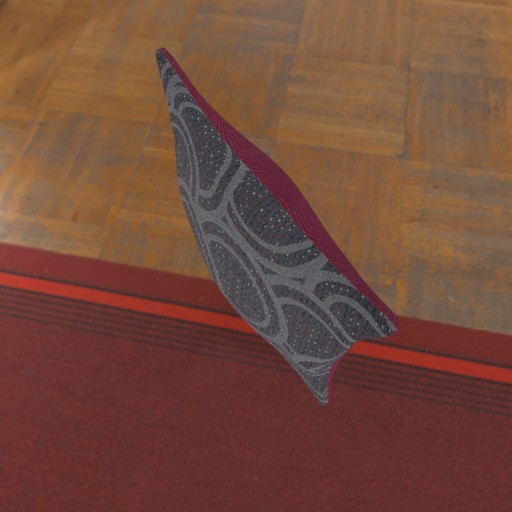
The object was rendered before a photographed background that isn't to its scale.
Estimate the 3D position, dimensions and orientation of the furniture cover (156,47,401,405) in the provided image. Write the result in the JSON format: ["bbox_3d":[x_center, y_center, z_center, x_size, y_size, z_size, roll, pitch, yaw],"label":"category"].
[{"bbox_3d":[0.000,0.000,0.774,0.163,0.513,0.514,-31,67,-15],"label":"furniture cover"}]
